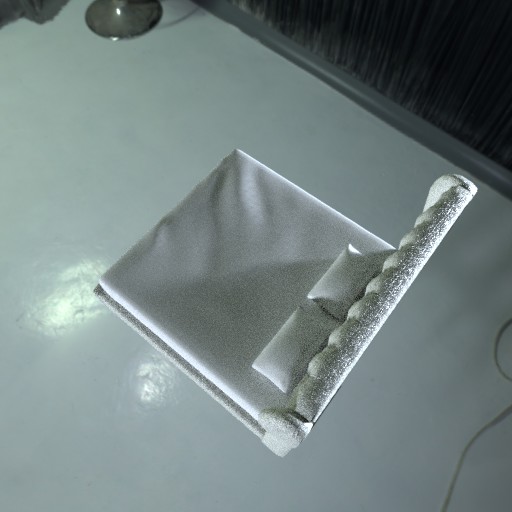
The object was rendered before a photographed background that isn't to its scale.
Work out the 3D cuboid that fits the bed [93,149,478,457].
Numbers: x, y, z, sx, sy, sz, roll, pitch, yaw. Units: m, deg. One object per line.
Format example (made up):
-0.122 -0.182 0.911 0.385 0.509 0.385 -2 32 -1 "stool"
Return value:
0.000 0.000 3.845 2.347 1.771 2.219 36 68 17 "bed"
